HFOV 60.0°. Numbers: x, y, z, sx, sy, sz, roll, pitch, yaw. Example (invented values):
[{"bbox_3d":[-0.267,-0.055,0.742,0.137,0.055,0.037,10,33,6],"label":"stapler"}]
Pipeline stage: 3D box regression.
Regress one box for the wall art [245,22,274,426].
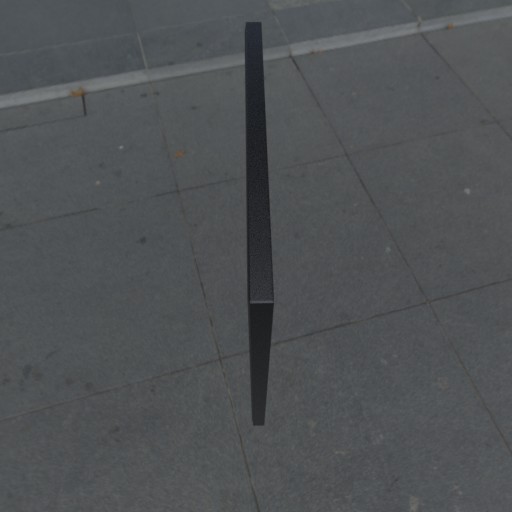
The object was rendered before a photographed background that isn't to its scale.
[{"bbox_3d":[0.000,0.000,1.615,0.053,1.194,0.950,-1,58,-1],"label":"wall art"}]
